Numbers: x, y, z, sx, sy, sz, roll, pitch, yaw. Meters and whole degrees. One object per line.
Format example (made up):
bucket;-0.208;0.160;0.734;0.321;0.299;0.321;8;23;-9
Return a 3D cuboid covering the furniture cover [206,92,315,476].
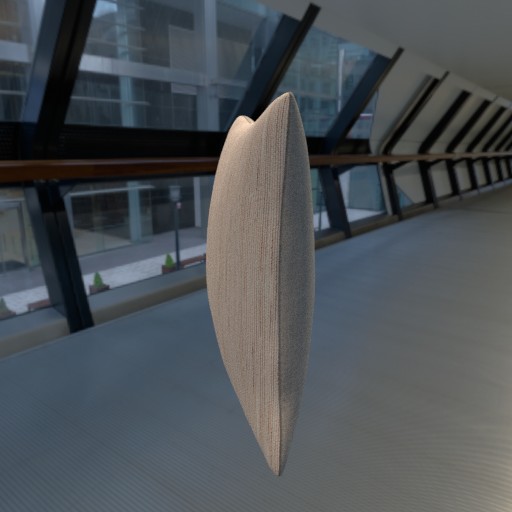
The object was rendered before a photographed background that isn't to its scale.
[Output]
furniture cover;0.000;0.000;0.795;0.178;0.506;0.512;-2;15;-8
